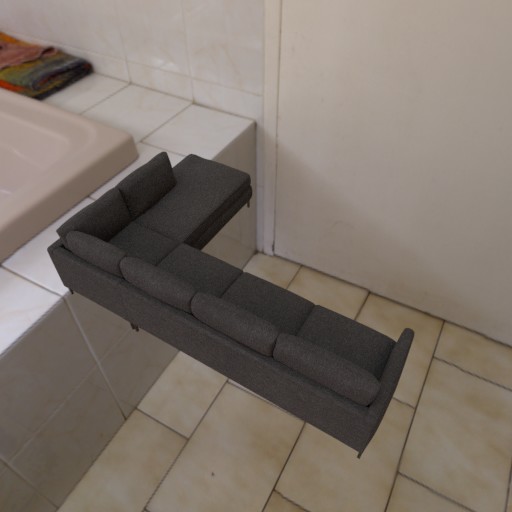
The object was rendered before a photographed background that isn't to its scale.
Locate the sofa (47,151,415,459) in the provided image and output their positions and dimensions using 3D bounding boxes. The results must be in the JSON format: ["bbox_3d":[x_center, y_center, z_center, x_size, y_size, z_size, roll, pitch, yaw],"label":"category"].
[{"bbox_3d":[0.000,0.000,3.908,2.949,0.815,2.007,24,50,21],"label":"sofa"}]
